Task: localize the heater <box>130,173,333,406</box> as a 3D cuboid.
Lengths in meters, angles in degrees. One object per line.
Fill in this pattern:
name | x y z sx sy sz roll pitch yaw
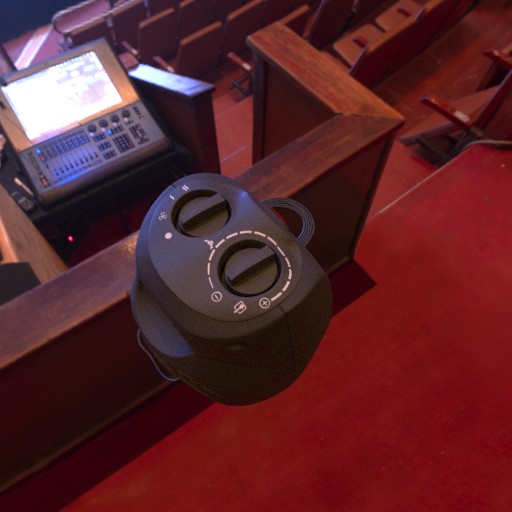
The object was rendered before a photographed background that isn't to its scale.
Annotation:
heater | 0.000 0.000 0.460 0.291 0.240 0.239 -34 66 -18
